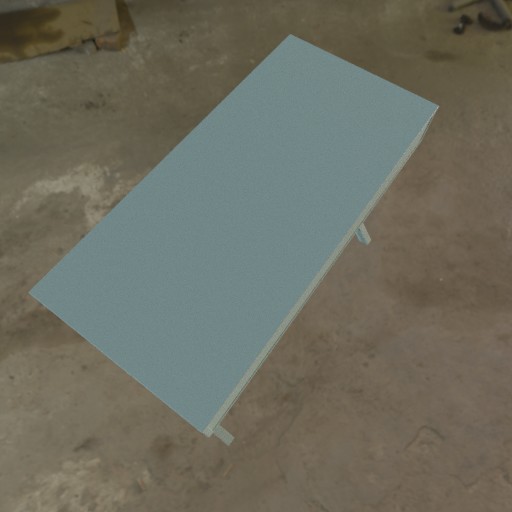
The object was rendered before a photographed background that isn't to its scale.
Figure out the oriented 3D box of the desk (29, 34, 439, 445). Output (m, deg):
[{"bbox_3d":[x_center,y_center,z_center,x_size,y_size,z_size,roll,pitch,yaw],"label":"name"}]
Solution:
[{"bbox_3d":[0.000,0.000,1.474,0.509,0.780,1.059,33,69,15],"label":"desk"}]
